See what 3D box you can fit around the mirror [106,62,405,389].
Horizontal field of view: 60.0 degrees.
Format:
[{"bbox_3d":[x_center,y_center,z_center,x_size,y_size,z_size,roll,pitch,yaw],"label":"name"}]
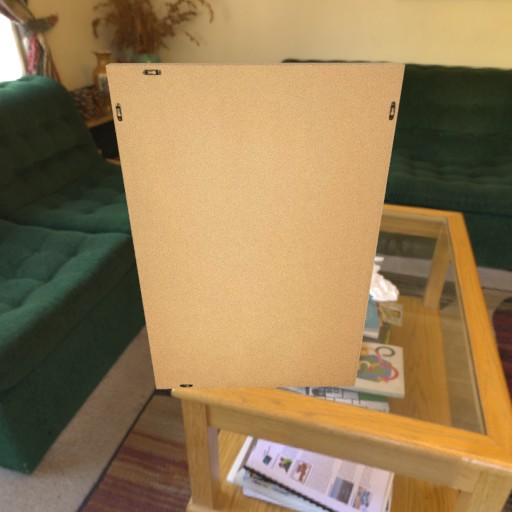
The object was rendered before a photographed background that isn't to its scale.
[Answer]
[{"bbox_3d":[0.000,0.000,1.144,0.609,0.915,0.041,-1,30,-1],"label":"mirror"}]
